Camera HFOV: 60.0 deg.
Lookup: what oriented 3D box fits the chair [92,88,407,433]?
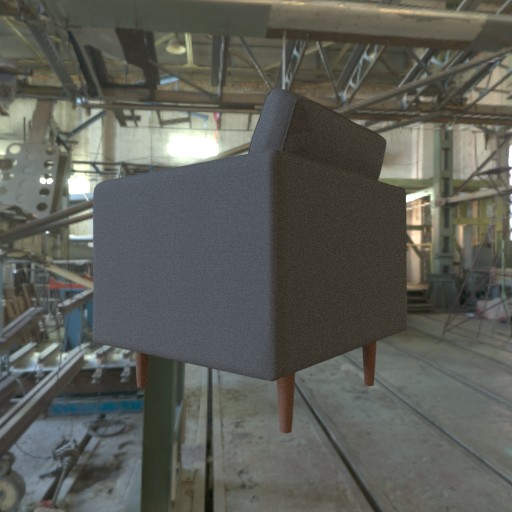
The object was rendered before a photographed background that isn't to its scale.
[{"bbox_3d":[0.000,0.000,1.577,0.800,0.927,0.854,0,1,39],"label":"chair"}]
